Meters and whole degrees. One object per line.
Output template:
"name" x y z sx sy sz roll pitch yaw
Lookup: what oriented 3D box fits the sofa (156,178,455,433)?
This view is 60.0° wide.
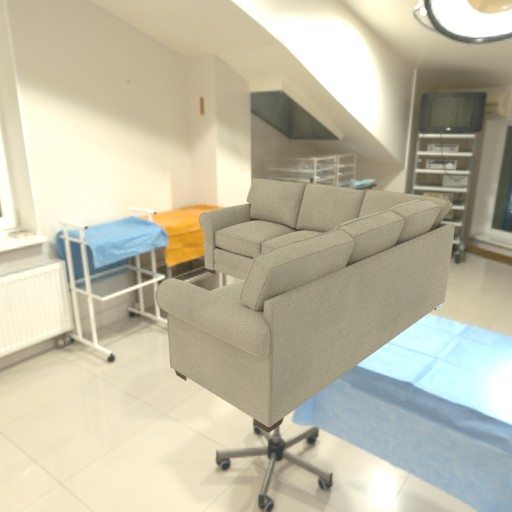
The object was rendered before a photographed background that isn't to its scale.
"sofa" 0.000 0.000 3.965 2.487 1.053 2.562 16 23 41
